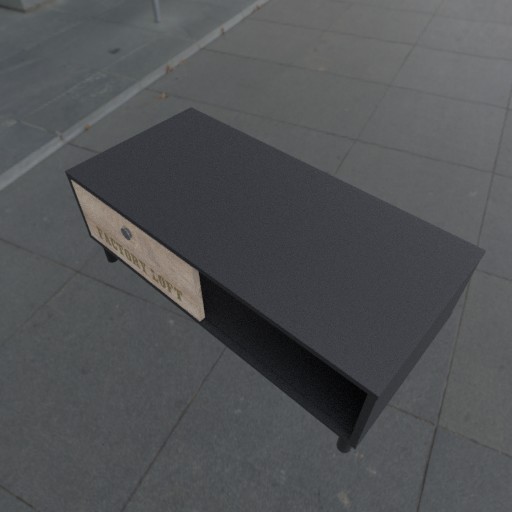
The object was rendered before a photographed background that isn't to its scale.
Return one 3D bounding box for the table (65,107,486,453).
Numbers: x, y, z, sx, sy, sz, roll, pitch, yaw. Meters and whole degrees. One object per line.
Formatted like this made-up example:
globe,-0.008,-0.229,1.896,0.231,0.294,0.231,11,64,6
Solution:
table,0.000,0.000,1.388,1.100,0.400,0.550,33,55,27
